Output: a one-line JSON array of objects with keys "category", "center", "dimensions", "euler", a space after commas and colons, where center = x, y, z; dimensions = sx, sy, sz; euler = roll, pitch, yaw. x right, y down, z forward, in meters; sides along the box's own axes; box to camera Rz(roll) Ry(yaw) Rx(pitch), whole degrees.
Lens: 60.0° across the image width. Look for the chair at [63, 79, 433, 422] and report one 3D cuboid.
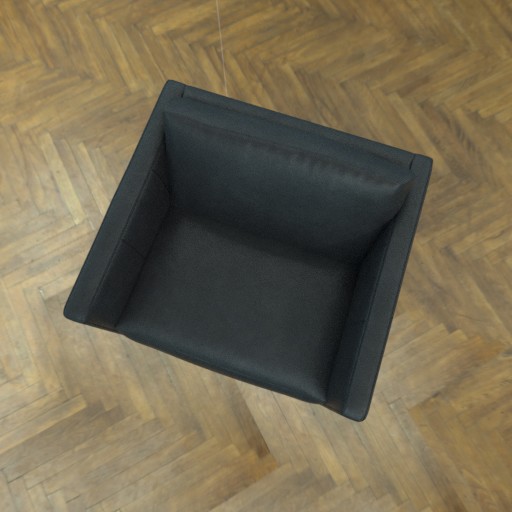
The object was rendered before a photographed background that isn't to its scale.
[{"category": "chair", "center": [0.000, 0.000, 1.603], "dimensions": [0.939, 0.811, 0.862], "euler": [18, 76, 5]}]
